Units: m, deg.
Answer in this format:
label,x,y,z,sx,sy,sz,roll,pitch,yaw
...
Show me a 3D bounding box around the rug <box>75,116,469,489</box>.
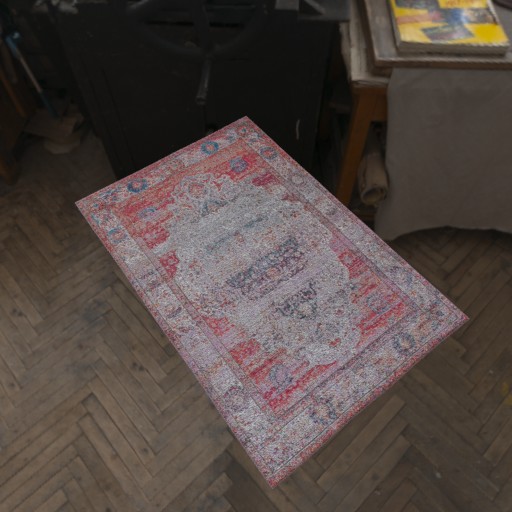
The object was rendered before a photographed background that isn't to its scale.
label,x,y,z,sx,sy,sz,roll,pitch,yaw
rug,0.000,0.000,2.342,1.219,0.006,1.829,-33,63,-19
